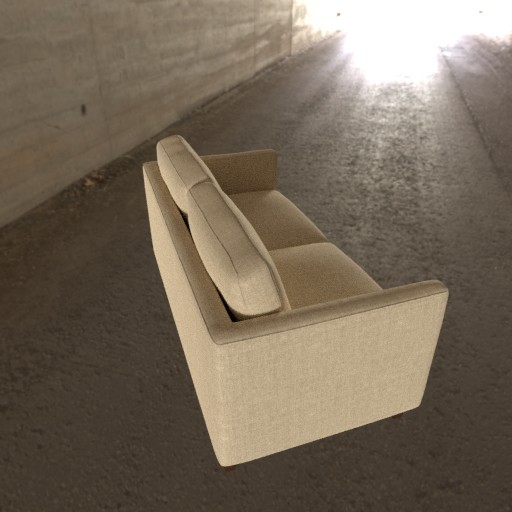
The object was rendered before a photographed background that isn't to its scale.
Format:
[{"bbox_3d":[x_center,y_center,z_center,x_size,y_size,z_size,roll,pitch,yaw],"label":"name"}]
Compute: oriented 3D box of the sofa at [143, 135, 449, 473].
[{"bbox_3d":[0.000,0.000,2.406,0.950,0.963,1.884,-10,32,-16],"label":"sofa"}]
